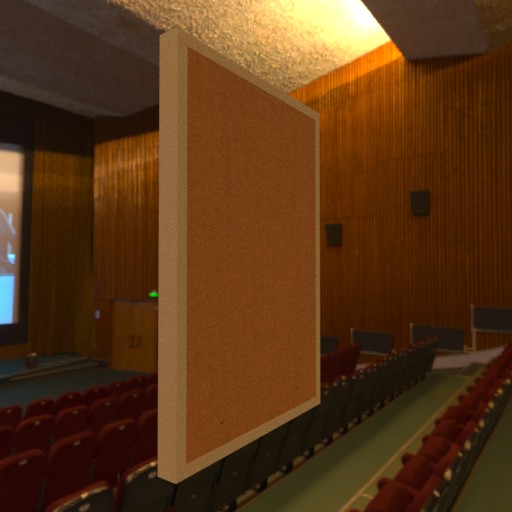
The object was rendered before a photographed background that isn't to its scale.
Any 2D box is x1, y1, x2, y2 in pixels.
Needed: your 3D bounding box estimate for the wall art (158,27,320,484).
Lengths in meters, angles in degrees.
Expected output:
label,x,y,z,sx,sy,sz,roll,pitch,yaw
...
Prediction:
label,x,y,z,sx,sy,sz,roll,pitch,yaw
wall art,0.000,0.000,0.542,0.025,0.428,0.293,-1,-1,35
